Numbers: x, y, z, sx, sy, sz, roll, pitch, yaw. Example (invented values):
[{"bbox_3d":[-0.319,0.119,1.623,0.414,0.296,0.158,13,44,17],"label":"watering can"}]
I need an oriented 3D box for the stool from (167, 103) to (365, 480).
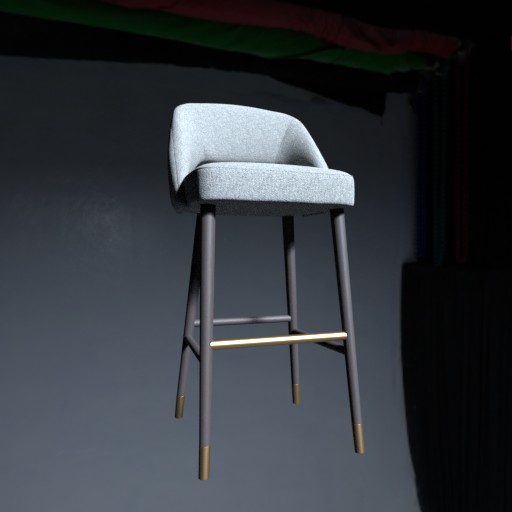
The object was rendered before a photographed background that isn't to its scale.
[{"bbox_3d":[0.000,0.000,1.391,0.536,1.089,0.524,0,1,-19],"label":"stool"}]
